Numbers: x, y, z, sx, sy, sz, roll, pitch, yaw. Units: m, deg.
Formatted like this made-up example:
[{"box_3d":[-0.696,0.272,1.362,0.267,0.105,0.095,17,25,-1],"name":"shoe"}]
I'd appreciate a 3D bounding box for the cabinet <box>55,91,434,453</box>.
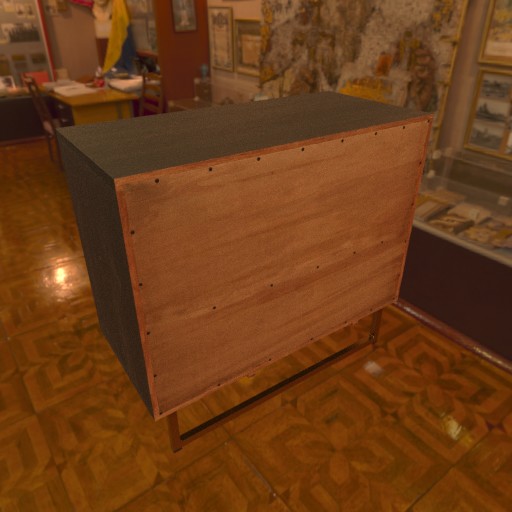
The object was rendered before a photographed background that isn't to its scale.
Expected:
[{"box_3d":[0.000,0.000,1.434,0.950,0.860,0.451,-19,35,-29],"name":"cabinet"}]
